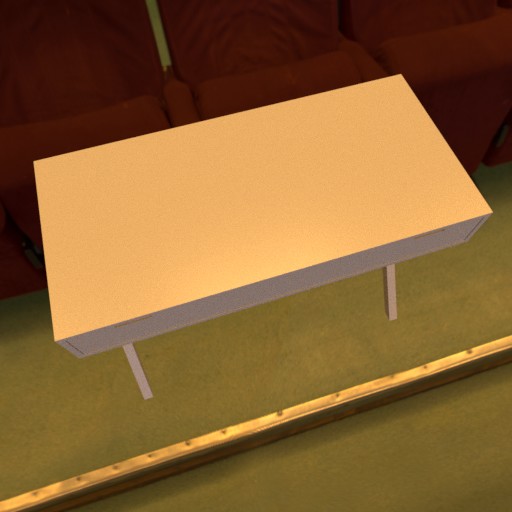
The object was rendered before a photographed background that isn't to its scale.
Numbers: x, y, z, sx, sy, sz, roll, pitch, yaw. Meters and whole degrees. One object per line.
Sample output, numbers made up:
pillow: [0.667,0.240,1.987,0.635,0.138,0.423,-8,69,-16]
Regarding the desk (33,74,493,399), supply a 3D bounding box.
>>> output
desk: [0.000,0.000,1.468,1.059,0.780,0.509,-16,64,-8]
